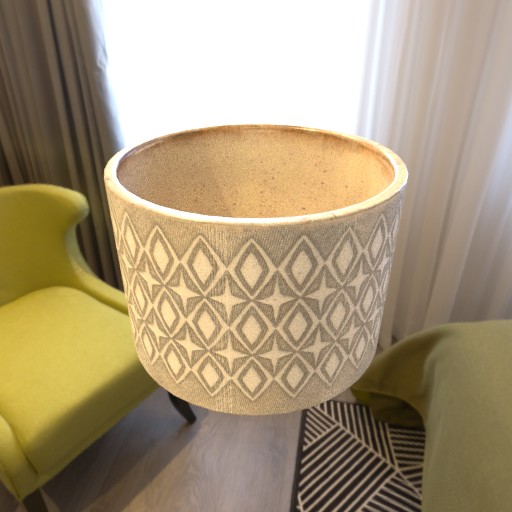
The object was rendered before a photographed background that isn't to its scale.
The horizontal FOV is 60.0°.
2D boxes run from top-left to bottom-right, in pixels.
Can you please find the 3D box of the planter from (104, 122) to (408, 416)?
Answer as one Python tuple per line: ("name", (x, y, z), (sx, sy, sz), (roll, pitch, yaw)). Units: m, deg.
("planter", (0.000, 0.000, 0.318), (0.186, 0.144, 0.186), (0, 31, 0))
